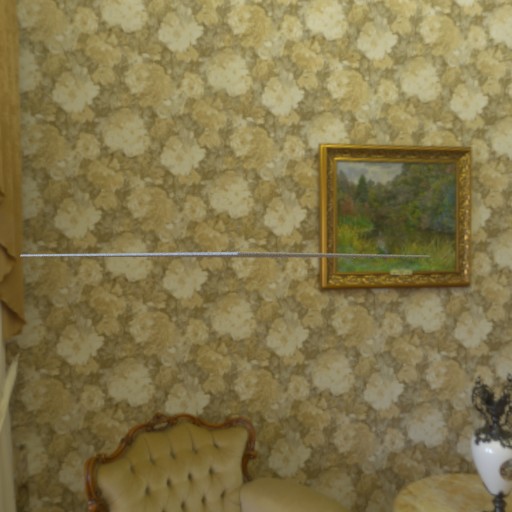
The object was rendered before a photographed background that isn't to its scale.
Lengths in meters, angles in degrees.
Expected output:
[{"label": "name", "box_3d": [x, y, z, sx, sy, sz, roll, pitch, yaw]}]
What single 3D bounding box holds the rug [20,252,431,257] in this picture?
[{"label": "rug", "box_3d": [0.000, 0.000, 3.666, 2.005, 0.014, 2.878, 0, 0, 37]}]
